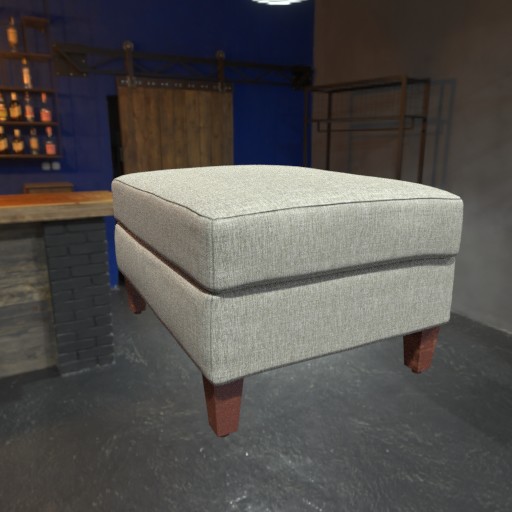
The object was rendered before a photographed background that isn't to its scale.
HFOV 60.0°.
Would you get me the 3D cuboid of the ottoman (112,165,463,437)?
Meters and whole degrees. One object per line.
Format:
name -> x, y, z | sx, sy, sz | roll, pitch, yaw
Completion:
ottoman -> 0.000, 0.000, 1.243 | 0.639, 0.494, 0.873 | -7, 16, -27
